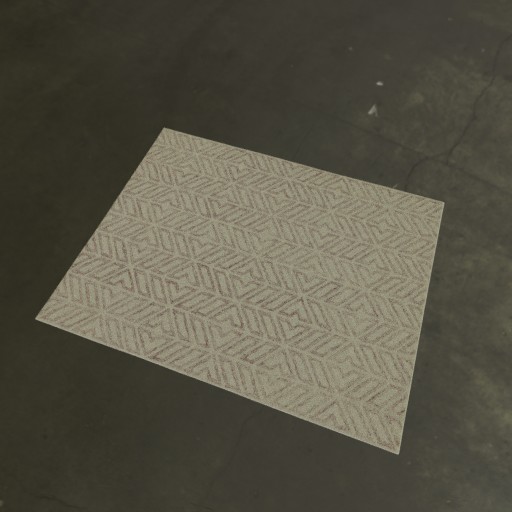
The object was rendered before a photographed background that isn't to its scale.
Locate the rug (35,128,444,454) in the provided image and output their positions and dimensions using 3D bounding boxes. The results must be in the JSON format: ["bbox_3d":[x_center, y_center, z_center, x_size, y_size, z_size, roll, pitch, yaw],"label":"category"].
[{"bbox_3d":[0.000,0.000,4.022,3.045,0.008,2.421,17,60,10],"label":"rug"}]
